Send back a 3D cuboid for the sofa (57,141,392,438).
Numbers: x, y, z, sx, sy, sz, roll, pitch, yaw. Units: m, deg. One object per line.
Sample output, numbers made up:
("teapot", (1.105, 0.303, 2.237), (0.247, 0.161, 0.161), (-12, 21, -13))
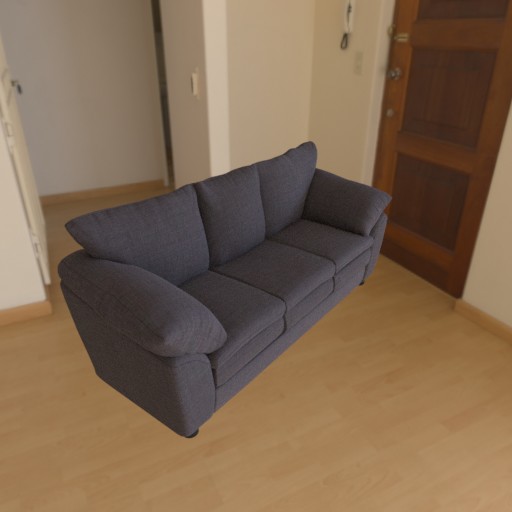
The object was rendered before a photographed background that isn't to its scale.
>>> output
("sofa", (0.000, 0.000, 2.896), (0.883, 1.080, 2.336), (19, 33, 33))
